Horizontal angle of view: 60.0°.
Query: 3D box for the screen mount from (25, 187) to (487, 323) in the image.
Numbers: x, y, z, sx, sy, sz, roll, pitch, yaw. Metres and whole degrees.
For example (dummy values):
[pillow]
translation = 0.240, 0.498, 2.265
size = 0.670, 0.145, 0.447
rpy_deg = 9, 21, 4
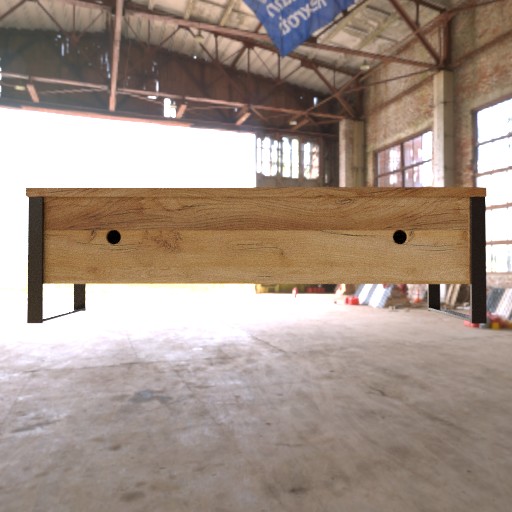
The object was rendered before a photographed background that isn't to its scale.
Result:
[screen mount]
translation = 0.000, 0.000, 1.658
size = 1.524, 0.450, 0.395
rpy_deg = 0, -1, 0
